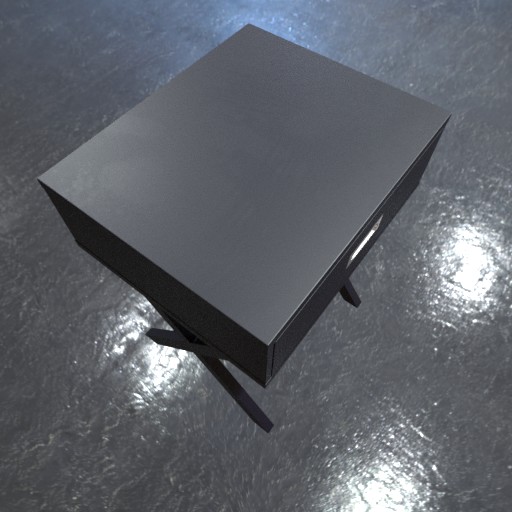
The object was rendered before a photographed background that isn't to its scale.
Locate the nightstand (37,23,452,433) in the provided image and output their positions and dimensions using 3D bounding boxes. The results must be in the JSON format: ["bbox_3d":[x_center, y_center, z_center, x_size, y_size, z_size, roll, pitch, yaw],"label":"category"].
[{"bbox_3d":[0.000,0.000,0.915,0.402,0.623,0.479,33,64,19],"label":"nightstand"}]
